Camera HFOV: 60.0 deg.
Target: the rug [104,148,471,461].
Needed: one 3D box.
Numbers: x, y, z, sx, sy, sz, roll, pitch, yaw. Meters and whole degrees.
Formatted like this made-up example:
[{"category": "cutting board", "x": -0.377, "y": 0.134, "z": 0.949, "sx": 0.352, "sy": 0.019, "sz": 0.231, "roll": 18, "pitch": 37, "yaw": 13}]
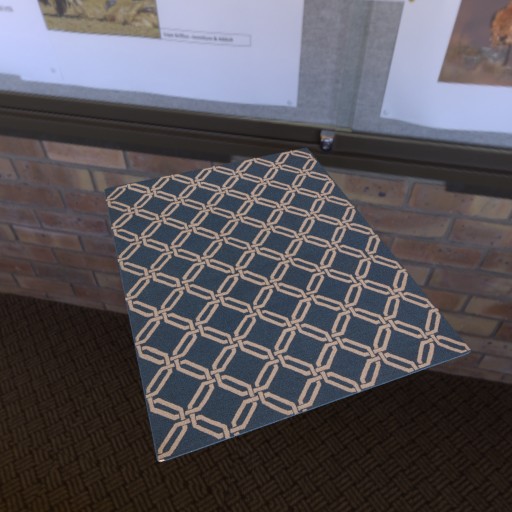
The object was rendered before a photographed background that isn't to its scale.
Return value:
[{"category": "rug", "x": 0.000, "y": 0.000, "z": 3.854, "sx": 2.277, "sy": 0.020, "sz": 2.867, "roll": -15, "pitch": 47, "yaw": -14}]
